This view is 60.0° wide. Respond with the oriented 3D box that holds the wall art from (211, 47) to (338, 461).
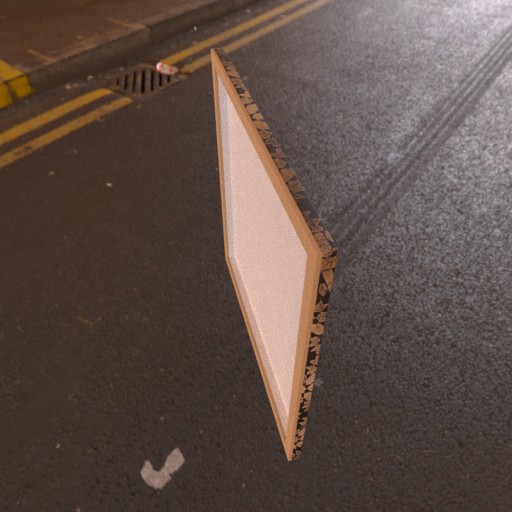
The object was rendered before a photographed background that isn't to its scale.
[{"bbox_3d":[0.000,0.000,1.364,0.038,0.914,0.914,-11,46,-11],"label":"wall art"}]
